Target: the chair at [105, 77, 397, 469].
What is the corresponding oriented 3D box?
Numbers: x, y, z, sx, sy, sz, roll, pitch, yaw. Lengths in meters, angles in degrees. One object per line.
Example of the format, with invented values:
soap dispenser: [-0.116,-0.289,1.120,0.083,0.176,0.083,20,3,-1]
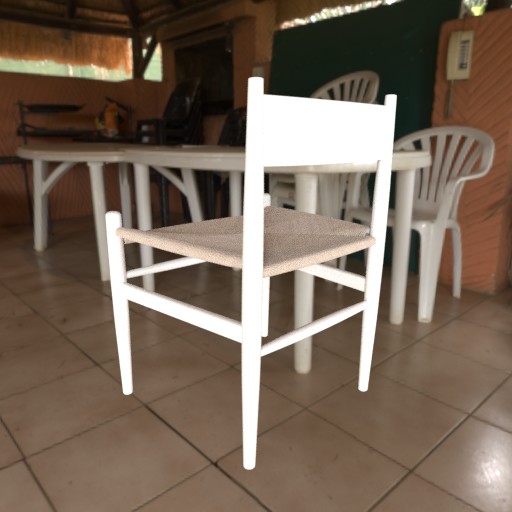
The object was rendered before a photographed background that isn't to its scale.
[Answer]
chair: [0.000,0.000,1.113,0.556,0.762,0.495,-14,20,-42]
